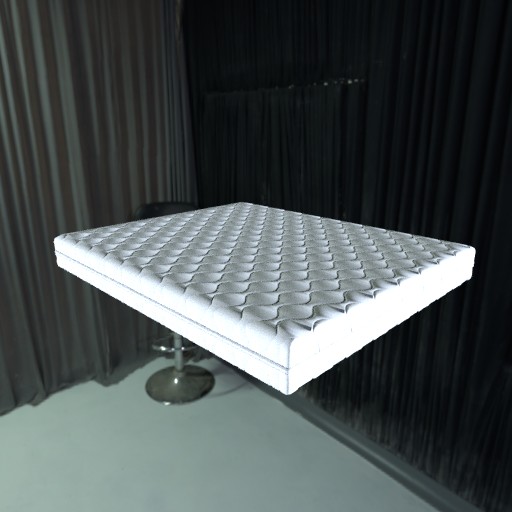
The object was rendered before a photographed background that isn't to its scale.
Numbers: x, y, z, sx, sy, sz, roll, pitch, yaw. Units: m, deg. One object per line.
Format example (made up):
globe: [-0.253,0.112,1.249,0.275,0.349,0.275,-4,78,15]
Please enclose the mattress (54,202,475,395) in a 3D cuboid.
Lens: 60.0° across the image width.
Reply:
mattress: [0.000,0.000,2.607,1.600,0.200,1.900,-17,24,-42]
